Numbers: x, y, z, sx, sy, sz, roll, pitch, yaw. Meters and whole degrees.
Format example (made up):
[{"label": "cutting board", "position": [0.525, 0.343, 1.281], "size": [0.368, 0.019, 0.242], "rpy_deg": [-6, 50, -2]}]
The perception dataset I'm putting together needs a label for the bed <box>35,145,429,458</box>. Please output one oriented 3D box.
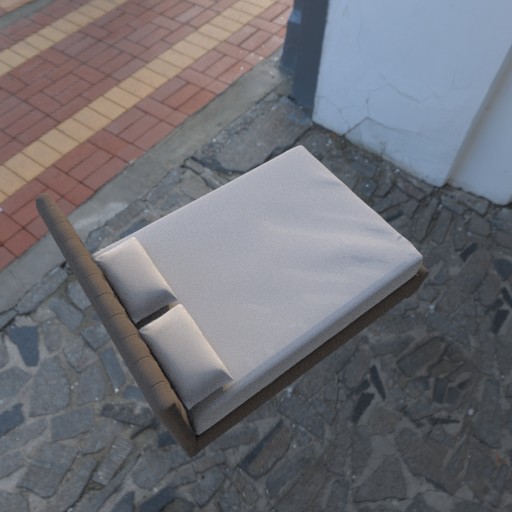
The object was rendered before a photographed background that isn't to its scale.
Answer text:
[{"label": "bed", "position": [0.000, 0.000, 3.460], "size": [2.387, 1.427, 1.698], "rpy_deg": [-31, 62, -18]}]
